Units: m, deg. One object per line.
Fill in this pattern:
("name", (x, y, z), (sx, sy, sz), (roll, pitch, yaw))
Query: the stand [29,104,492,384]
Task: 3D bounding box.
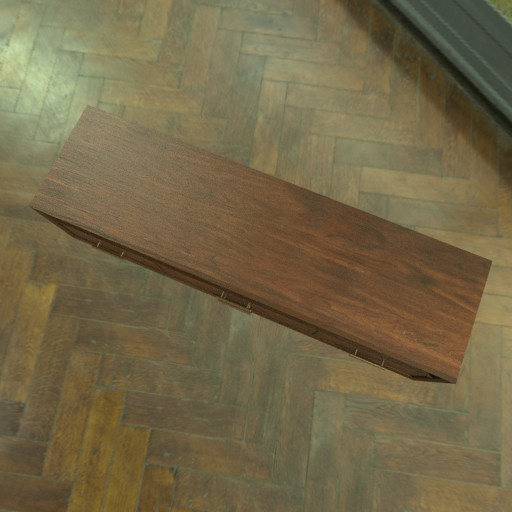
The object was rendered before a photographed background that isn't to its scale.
("stand", (0.000, 0.000, 1.897), (1.626, 0.610, 0.481), (22, 77, 5))
